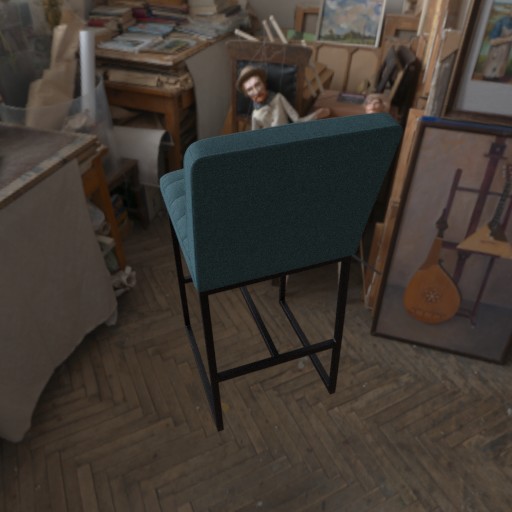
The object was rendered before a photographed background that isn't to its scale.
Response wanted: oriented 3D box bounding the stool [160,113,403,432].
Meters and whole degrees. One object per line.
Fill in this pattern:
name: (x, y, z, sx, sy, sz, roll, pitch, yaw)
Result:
stool: (0.000, 0.000, 1.369, 0.460, 1.040, 0.560, -13, 41, -15)
